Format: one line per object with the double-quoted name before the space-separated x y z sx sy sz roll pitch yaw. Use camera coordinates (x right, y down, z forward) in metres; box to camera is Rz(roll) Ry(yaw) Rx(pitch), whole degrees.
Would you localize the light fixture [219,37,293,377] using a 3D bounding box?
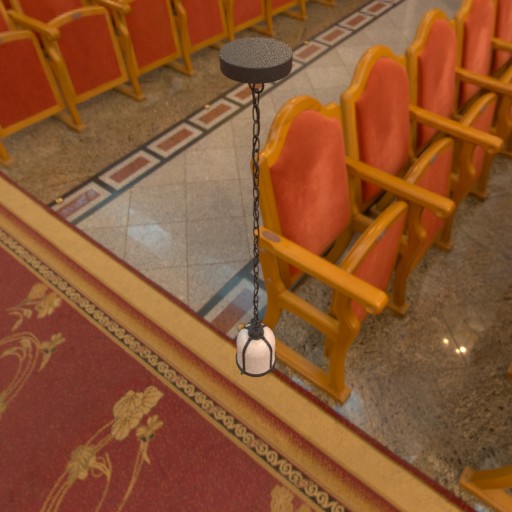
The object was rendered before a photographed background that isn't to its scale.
"light fixture" 0.000 0.000 1.306 0.178 1.181 0.178 30 54 25
